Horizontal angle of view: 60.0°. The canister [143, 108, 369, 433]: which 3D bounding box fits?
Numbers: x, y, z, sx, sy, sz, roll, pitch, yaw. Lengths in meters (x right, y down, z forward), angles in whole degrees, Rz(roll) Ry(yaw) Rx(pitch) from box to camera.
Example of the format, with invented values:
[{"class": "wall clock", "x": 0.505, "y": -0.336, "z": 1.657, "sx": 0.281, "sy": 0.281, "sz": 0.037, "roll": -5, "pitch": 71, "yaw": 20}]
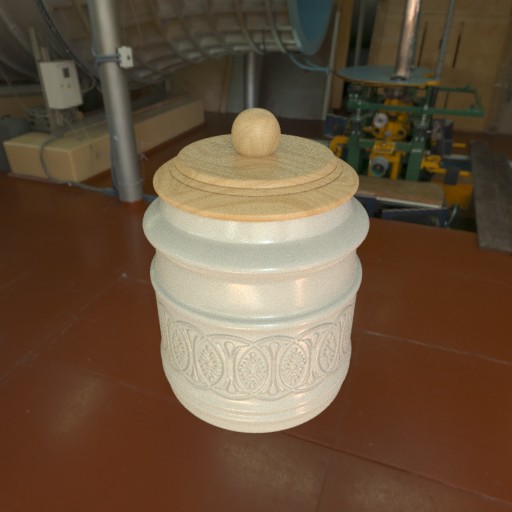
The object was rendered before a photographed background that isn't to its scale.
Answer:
[{"class": "canister", "x": 0.000, "y": 0.000, "z": 0.274, "sx": 0.130, "sy": 0.176, "sz": 0.130, "roll": 0, "pitch": 30, "yaw": 0}]
